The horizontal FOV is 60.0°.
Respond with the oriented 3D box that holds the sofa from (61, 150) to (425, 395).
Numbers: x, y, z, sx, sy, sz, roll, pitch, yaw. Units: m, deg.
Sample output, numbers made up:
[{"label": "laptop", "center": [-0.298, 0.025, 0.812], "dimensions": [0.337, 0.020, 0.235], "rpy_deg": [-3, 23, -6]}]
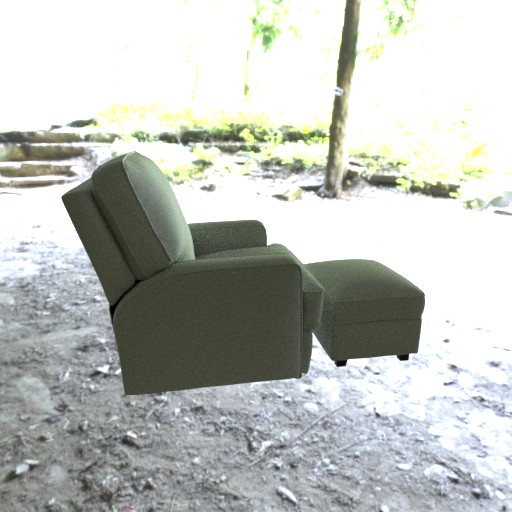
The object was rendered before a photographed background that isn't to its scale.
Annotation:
[{"label": "sofa", "center": [0.000, 0.000, 2.069], "dimensions": [1.472, 0.959, 0.861], "rpy_deg": [-3, 17, -10]}]
